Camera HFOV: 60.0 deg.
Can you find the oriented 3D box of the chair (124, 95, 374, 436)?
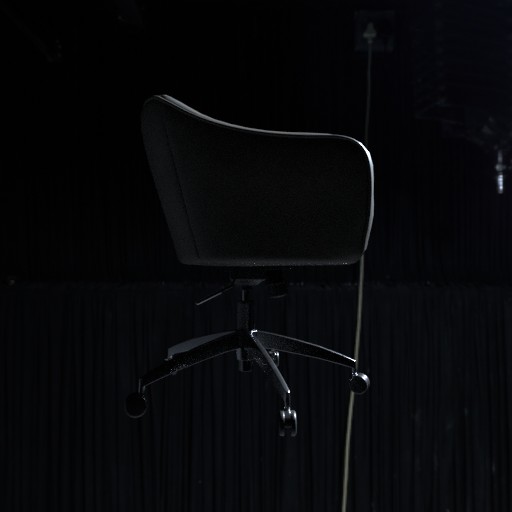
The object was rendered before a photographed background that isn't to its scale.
[{"bbox_3d":[0.000,0.000,1.345,0.689,0.827,0.713,0,-1,-1],"label":"chair"}]
